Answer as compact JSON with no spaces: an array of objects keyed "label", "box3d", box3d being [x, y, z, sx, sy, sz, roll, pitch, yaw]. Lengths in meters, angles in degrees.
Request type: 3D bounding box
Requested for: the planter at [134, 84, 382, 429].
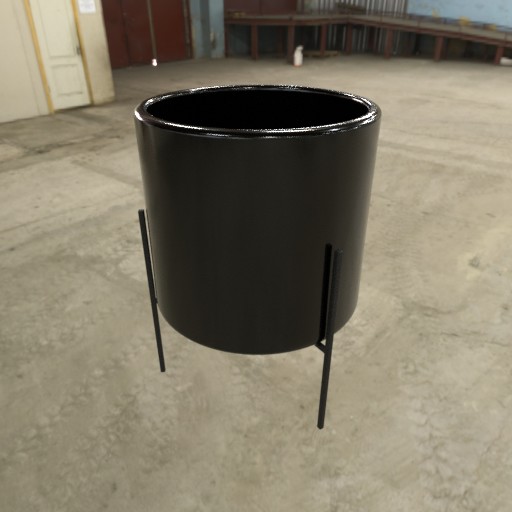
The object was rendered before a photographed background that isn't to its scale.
[{"label":"planter","box3d":[0.000,0.000,0.651,0.310,0.432,0.310,-10,31,-18]}]
